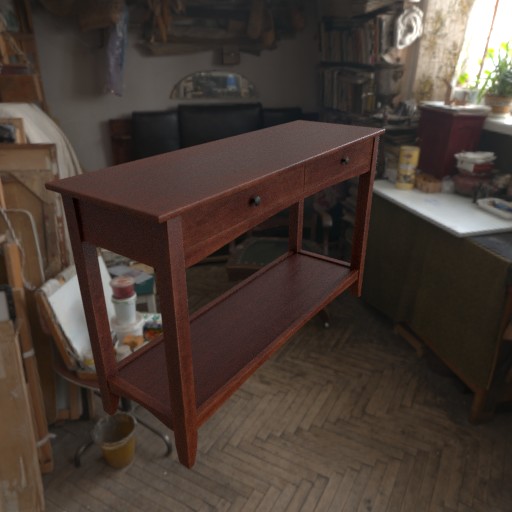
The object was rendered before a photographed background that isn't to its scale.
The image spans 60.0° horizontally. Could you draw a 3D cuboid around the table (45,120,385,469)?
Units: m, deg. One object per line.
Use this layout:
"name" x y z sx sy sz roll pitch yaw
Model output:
"table" 0.000 0.000 1.547 0.392 0.739 1.188 17 30 32
